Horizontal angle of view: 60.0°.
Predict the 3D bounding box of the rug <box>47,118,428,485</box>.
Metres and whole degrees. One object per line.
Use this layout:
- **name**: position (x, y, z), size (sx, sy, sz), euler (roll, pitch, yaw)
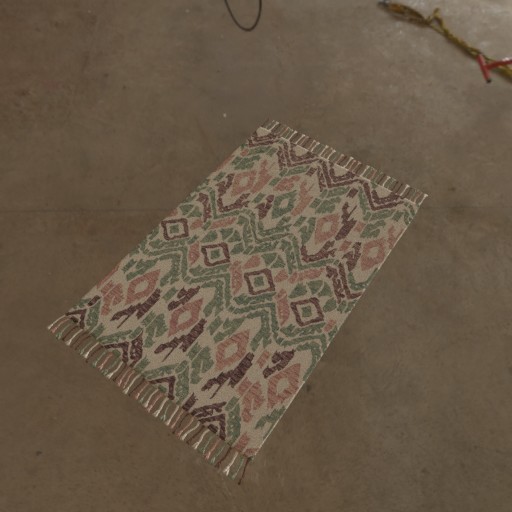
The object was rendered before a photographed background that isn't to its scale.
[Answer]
- **rug**: position (0.000, 0.000, 3.082), size (1.524, 0.011, 2.438), euler (31, 63, 18)
